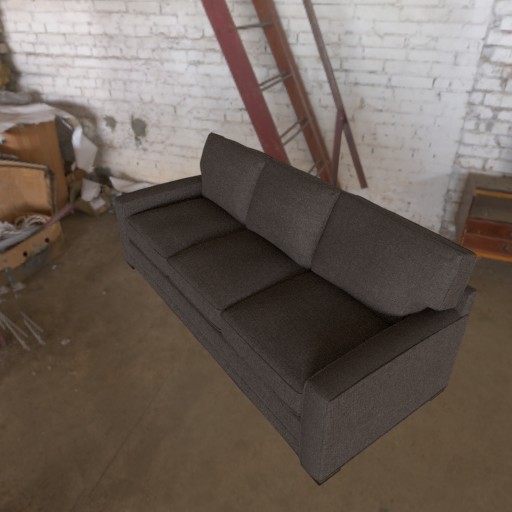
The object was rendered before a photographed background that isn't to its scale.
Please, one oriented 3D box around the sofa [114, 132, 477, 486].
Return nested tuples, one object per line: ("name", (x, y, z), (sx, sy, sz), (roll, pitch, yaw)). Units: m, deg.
("sofa", (0.000, 0.000, 2.841), (1.004, 0.978, 2.369), (-21, 38, -29))
